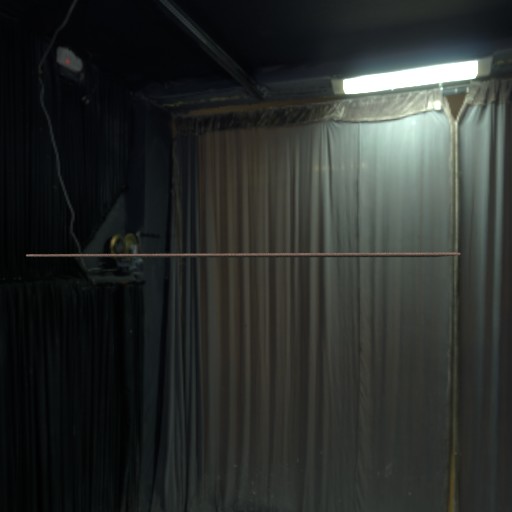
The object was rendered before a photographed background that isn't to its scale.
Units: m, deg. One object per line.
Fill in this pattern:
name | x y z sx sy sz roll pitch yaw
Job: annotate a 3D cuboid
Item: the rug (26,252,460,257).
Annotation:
rug | 0.000 0.000 2.900 2.286 0.011 1.524 0 0 19
